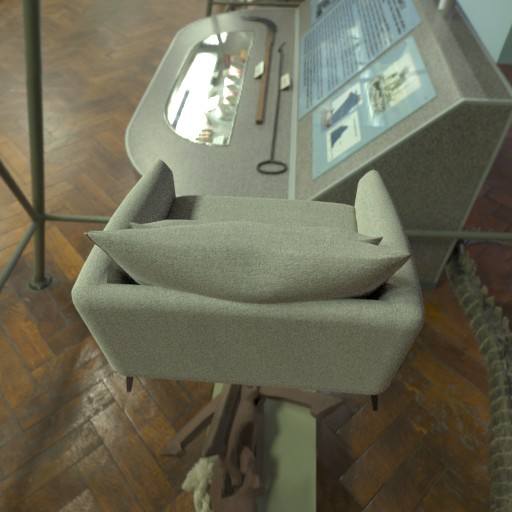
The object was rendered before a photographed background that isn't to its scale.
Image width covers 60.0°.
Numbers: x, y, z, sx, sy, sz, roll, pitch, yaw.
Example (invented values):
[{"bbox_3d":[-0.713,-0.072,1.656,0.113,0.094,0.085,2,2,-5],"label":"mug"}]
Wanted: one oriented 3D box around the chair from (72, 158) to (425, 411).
[{"bbox_3d":[0.000,0.000,1.579,1.029,0.856,0.801,3,47,3],"label":"chair"}]
